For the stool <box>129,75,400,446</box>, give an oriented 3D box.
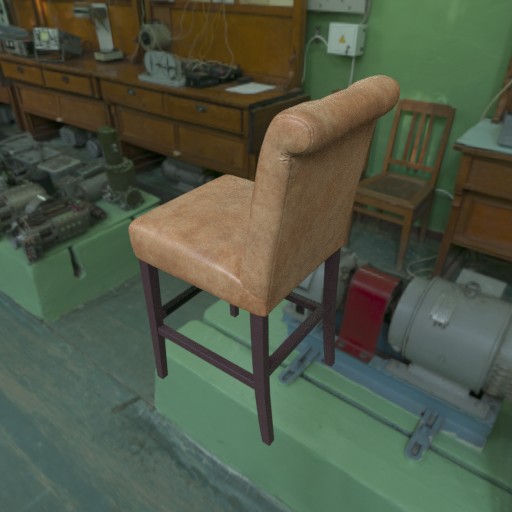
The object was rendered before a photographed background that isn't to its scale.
[{"bbox_3d":[0.000,0.000,1.372,0.601,1.047,0.493,22,39,30],"label":"stool"}]
